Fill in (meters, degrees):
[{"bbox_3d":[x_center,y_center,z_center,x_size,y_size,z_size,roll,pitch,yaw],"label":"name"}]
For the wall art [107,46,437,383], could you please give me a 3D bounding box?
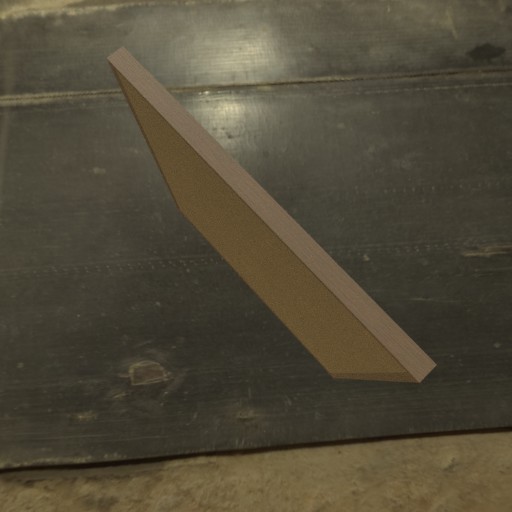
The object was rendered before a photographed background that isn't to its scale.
[{"bbox_3d":[0.000,0.000,1.098,0.038,0.758,0.761,-41,79,-10],"label":"wall art"}]
